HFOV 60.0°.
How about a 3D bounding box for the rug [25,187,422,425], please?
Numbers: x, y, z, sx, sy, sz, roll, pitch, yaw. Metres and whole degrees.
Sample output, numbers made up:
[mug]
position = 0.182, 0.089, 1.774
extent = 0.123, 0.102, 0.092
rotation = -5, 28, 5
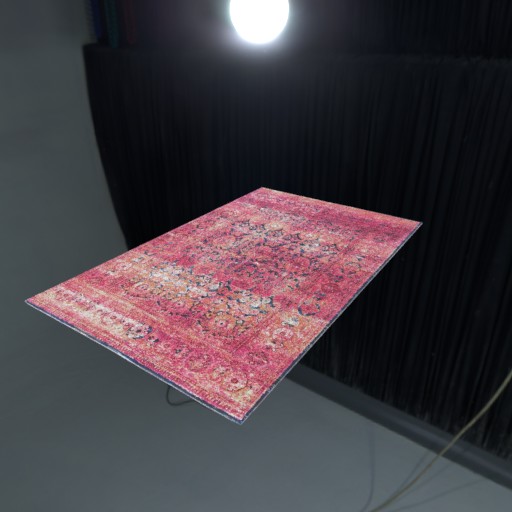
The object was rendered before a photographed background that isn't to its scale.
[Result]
[rug]
position = 0.000, 0.000, 3.028
extent = 1.539, 0.018, 2.449
rotation = 18, 32, 30
